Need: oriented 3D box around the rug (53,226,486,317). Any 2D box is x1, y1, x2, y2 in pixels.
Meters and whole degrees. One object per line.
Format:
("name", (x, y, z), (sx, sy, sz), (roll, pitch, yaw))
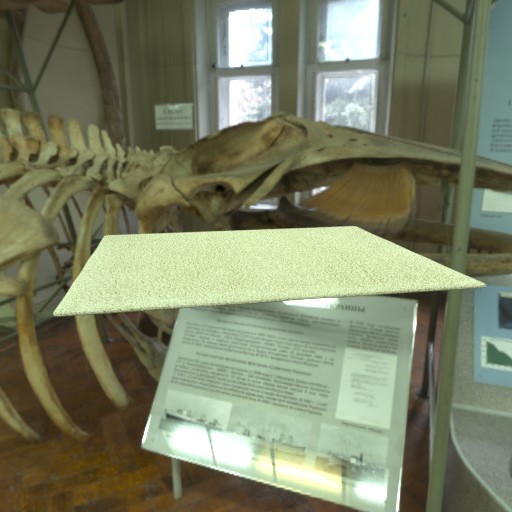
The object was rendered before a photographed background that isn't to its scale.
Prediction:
("rug", (0.000, 0.000, 4.179), (3.047, 0.029, 2.438), (-3, 15, -11))
